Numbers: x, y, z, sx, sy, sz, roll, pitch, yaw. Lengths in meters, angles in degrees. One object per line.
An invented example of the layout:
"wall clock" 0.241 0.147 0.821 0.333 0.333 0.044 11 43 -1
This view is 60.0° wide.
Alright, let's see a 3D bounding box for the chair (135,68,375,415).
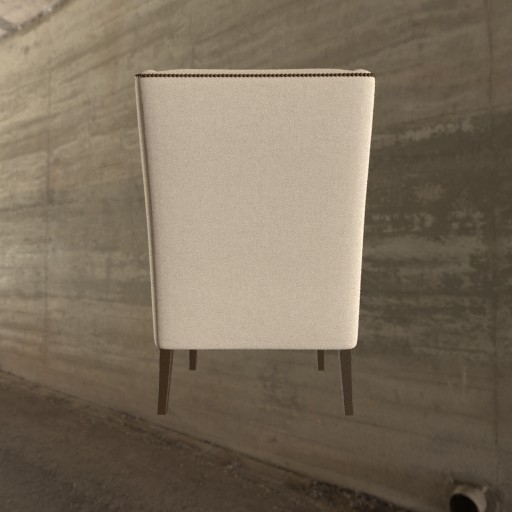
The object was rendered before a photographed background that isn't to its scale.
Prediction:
"chair" 0.000 0.000 1.654 0.737 1.029 0.940 0 -2 0
